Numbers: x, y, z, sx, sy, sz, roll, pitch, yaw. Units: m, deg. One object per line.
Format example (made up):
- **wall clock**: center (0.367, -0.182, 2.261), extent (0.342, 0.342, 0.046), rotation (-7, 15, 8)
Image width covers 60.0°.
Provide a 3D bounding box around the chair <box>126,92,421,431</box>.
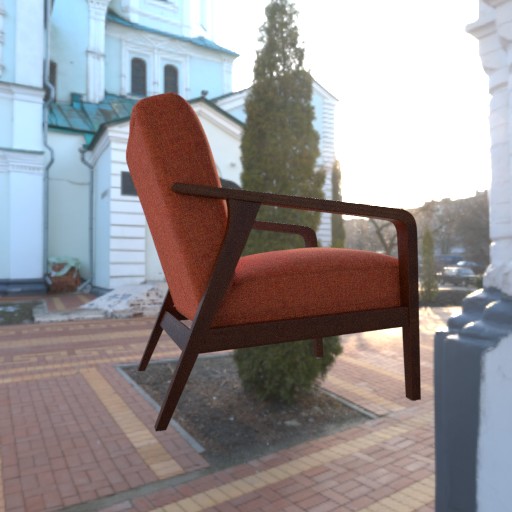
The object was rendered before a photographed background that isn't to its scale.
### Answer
- **chair**: center (0.000, 0.000, 1.538), extent (0.860, 0.890, 0.719), rotation (0, -1, -19)
